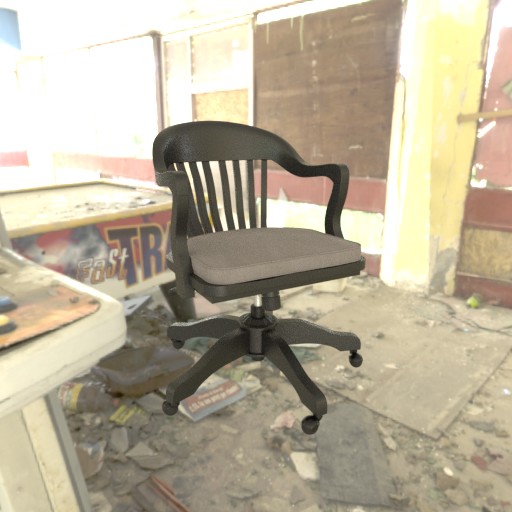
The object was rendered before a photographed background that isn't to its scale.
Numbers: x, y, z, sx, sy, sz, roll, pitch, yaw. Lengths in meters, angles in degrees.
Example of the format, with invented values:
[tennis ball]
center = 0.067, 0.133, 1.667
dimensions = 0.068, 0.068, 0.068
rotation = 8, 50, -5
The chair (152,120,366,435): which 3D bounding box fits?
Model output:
[chair]
center = 0.000, 0.000, 1.488
dimensions = 0.750, 0.878, 0.788
rotation = -9, 18, -27
